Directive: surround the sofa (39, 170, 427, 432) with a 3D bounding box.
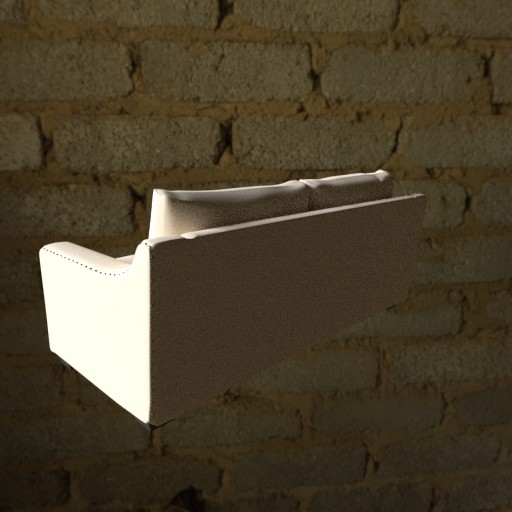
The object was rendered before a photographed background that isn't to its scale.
[{"bbox_3d":[0.000,0.000,2.276,0.949,0.830,1.812,14,20,43],"label":"sofa"}]
